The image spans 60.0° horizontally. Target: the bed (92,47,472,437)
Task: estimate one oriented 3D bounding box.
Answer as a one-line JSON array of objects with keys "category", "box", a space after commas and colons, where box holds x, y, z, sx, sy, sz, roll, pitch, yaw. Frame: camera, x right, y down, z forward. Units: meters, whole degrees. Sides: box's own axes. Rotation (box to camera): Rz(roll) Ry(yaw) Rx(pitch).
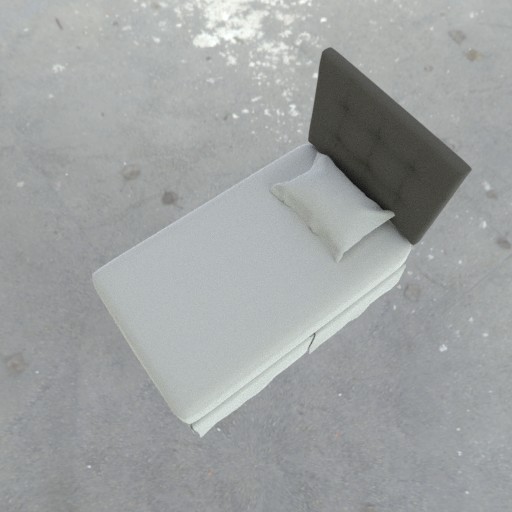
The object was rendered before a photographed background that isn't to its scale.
[{"category": "bed", "box": [0.000, 0.000, 2.938, 1.997, 1.571, 1.261, -34, 69, -15]}]
